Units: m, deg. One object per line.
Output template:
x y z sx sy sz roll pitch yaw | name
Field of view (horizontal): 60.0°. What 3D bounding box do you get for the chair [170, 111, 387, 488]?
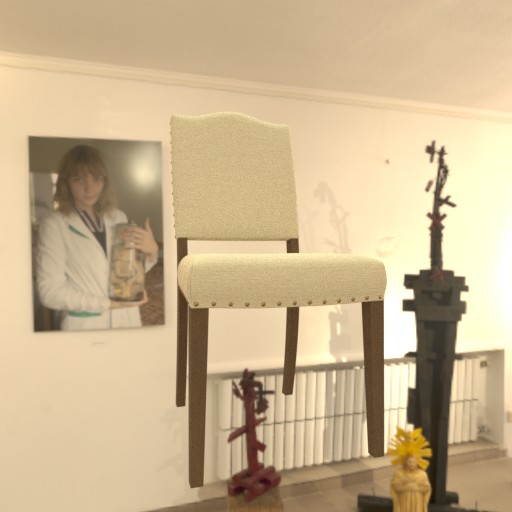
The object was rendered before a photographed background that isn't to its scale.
0.000 0.000 1.329 0.508 1.015 0.619 0 1 -18 | chair
